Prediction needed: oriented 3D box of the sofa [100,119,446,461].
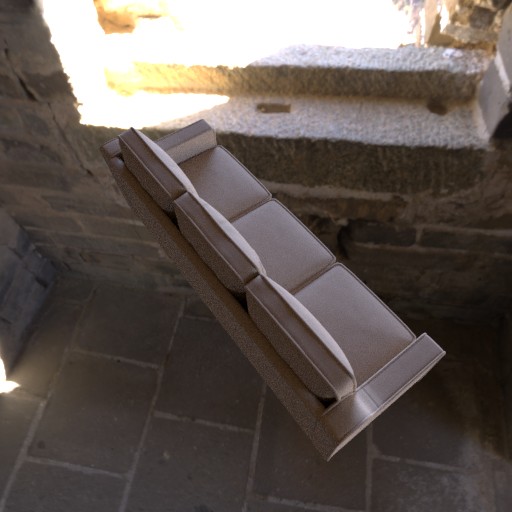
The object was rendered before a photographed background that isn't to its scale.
[{"bbox_3d":[0.000,0.000,2.592,0.791,0.902,2.131,-32,62,-19],"label":"sofa"}]
